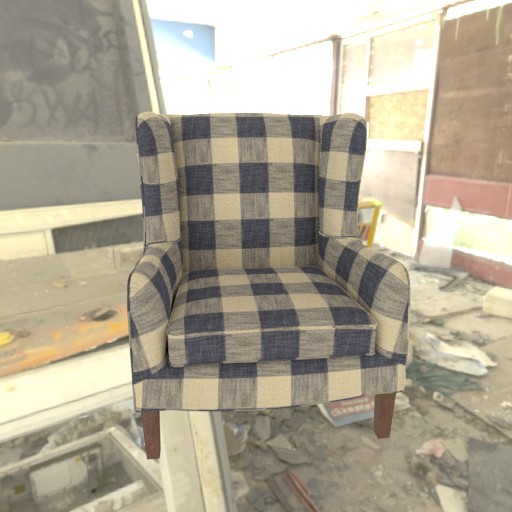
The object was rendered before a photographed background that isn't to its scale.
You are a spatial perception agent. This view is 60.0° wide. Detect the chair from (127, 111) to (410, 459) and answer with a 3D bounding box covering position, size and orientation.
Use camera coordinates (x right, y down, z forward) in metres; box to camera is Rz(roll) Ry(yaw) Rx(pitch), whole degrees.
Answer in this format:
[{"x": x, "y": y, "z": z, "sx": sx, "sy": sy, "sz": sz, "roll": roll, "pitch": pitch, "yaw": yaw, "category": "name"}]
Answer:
[{"x": 0.000, "y": 0.000, "z": 1.644, "sx": 0.830, "sy": 1.041, "sz": 0.889, "roll": -2, "pitch": 16, "yaw": -7, "category": "chair"}]
